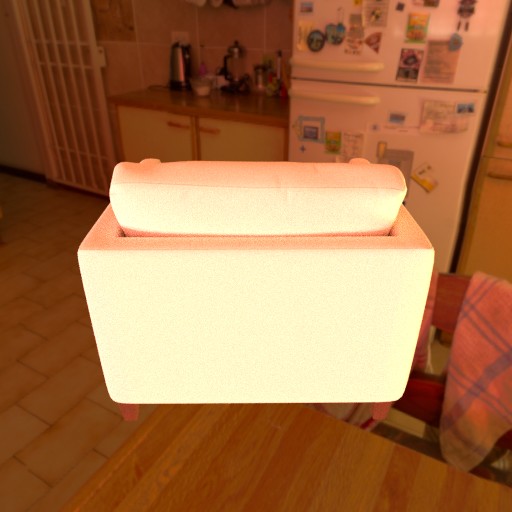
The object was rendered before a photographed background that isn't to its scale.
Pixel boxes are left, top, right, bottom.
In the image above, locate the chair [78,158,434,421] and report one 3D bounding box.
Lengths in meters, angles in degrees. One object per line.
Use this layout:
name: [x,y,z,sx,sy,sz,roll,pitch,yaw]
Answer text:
chair: [0.000,0.000,1.703,1.019,0.885,0.878,0,29,0]
